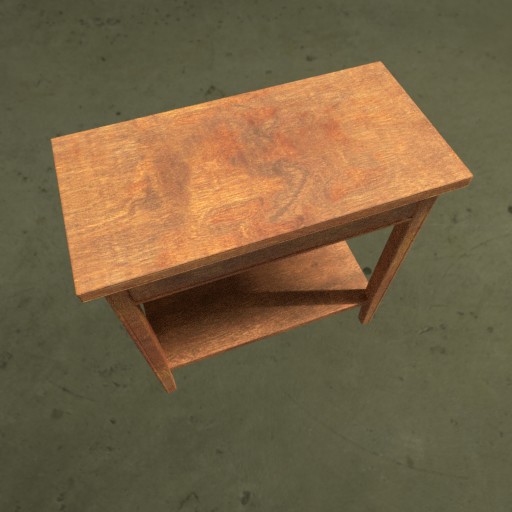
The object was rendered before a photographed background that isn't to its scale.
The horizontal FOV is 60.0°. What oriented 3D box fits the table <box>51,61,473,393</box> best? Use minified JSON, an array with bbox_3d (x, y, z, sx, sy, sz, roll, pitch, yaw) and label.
[{"bbox_3d":[0.000,0.000,0.968,0.610,0.610,0.305,-17,60,-10],"label":"table"}]
